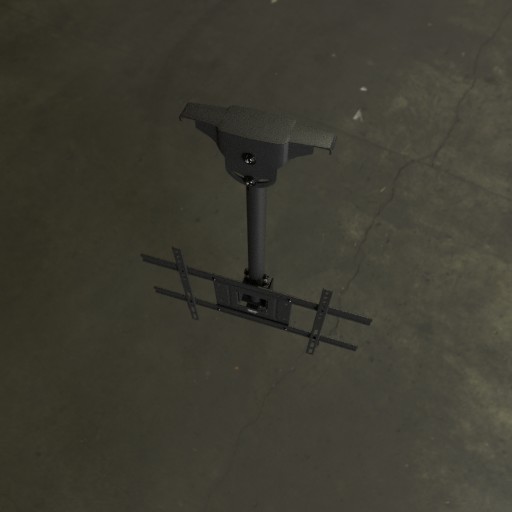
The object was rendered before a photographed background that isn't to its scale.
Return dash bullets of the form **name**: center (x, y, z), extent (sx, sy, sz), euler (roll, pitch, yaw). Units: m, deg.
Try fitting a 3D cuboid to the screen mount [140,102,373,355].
- **screen mount**: center (0.000, 0.000, 1.035), extent (0.595, 0.775, 0.090), euler (15, 59, 9)
